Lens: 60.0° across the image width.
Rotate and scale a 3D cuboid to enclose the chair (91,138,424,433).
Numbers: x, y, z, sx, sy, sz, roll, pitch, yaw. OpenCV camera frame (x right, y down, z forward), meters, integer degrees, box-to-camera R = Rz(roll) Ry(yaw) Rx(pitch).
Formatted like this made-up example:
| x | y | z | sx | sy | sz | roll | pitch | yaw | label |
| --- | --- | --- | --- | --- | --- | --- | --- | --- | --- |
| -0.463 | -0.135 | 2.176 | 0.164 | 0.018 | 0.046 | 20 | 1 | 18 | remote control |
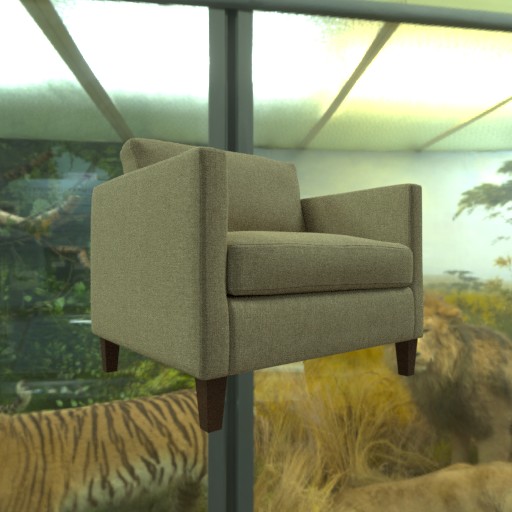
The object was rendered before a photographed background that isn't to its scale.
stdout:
| x | y | z | sx | sy | sz | roll | pitch | yaw | label |
| --- | --- | --- | --- | --- | --- | --- | --- | --- | --- |
| 0.000 | 0.000 | 1.866 | 1.107 | 0.987 | 0.959 | 0 | 0 | -38 | chair |
